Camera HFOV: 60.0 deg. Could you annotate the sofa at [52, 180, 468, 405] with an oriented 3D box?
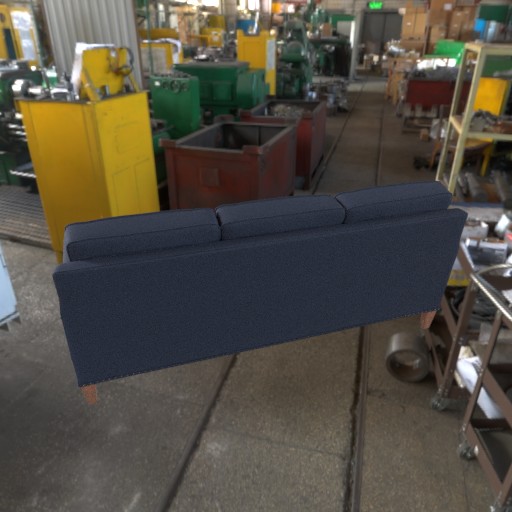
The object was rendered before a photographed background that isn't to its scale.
[{"bbox_3d":[0.000,0.000,2.773,2.246,1.003,1.084,-9,29,-16],"label":"sofa"}]
